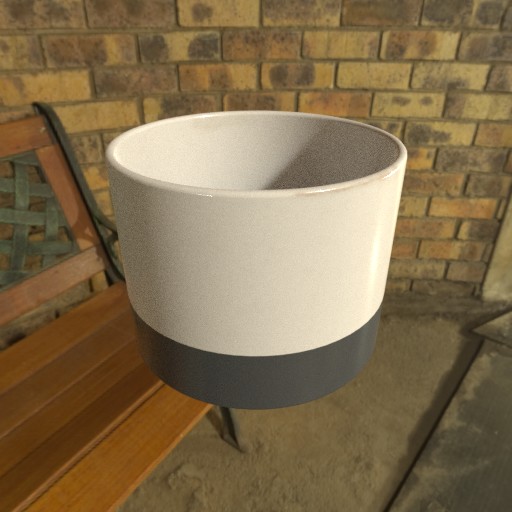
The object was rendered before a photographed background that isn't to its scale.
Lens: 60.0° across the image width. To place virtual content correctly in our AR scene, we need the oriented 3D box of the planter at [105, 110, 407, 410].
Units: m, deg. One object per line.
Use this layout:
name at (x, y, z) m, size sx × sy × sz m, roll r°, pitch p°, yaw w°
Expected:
planter at (0.000, 0.000, 0.337) m, size 0.193 × 0.177 × 0.193 m, roll 0°, pitch 29°, yaw 0°
